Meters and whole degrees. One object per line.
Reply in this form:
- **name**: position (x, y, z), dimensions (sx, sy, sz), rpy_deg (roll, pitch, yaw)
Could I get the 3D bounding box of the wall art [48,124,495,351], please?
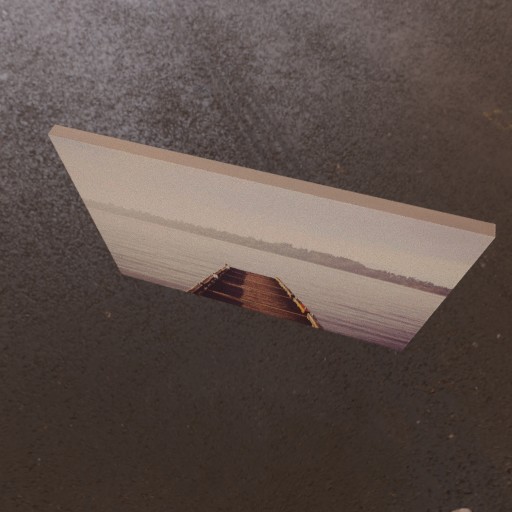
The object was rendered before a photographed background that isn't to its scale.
- **wall art**: position (0.000, 0.000, 0.765), dimensions (0.615, 0.410, 0.021), rpy_deg (14, 60, 9)
